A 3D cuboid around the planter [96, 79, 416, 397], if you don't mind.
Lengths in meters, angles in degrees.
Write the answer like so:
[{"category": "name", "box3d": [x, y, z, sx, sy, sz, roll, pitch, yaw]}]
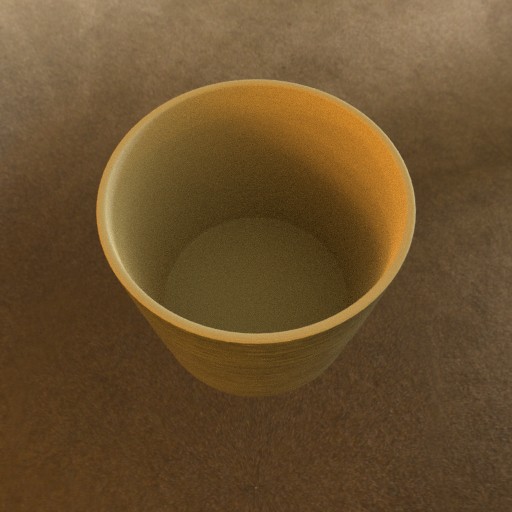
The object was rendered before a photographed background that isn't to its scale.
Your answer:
[{"category": "planter", "box3d": [0.000, 0.000, 0.400, 0.221, 0.201, 0.221, 0, 62, 0]}]
